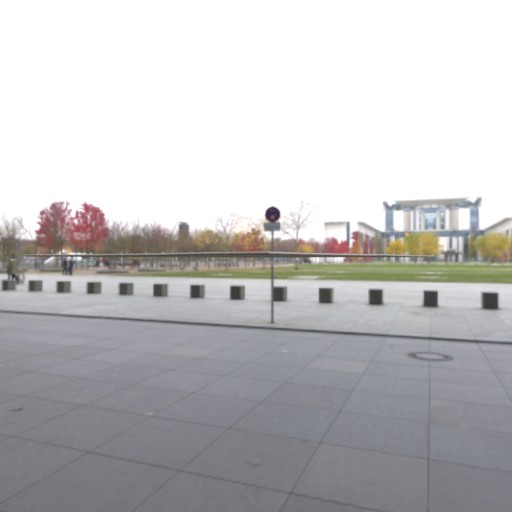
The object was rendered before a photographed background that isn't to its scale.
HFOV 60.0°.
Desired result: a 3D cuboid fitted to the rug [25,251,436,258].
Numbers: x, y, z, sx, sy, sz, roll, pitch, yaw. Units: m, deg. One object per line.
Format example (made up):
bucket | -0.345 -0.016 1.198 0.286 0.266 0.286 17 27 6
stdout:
rug | 0.000 0.000 4.104 2.410 0.021 3.055 0 0 37
